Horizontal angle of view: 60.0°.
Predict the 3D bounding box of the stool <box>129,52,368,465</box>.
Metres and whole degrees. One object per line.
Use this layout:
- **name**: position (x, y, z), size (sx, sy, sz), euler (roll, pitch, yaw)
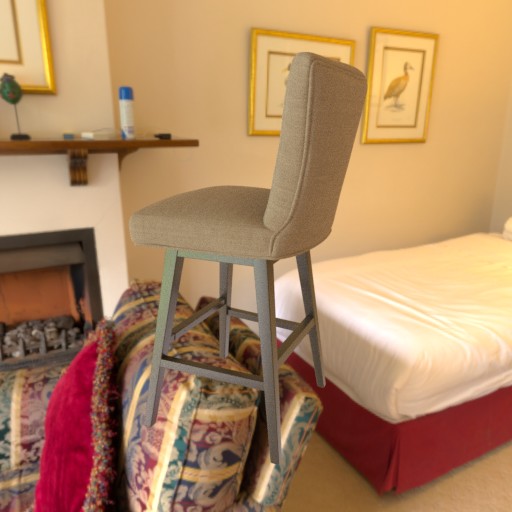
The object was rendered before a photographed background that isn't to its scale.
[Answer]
- **stool**: position (0.000, 0.000, 1.385), size (0.574, 1.086, 0.514), euler (8, 18, 24)
